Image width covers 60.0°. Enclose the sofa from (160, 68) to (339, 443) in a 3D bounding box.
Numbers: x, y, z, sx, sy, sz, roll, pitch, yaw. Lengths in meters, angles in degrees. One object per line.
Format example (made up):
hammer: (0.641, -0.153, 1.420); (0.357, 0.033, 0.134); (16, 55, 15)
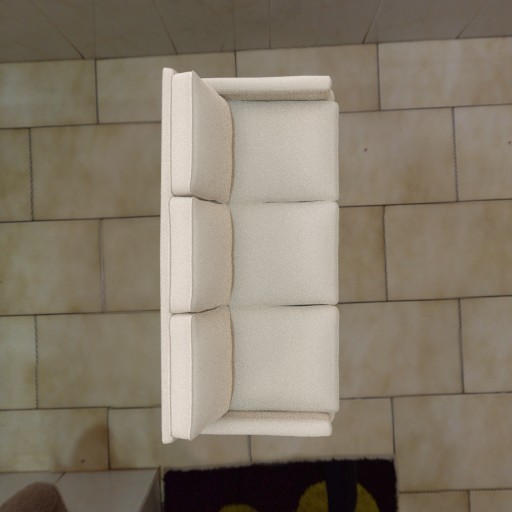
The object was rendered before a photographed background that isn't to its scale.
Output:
sofa: (0.000, 0.000, 2.877); (1.084, 1.003, 2.246); (0, 90, 1)
